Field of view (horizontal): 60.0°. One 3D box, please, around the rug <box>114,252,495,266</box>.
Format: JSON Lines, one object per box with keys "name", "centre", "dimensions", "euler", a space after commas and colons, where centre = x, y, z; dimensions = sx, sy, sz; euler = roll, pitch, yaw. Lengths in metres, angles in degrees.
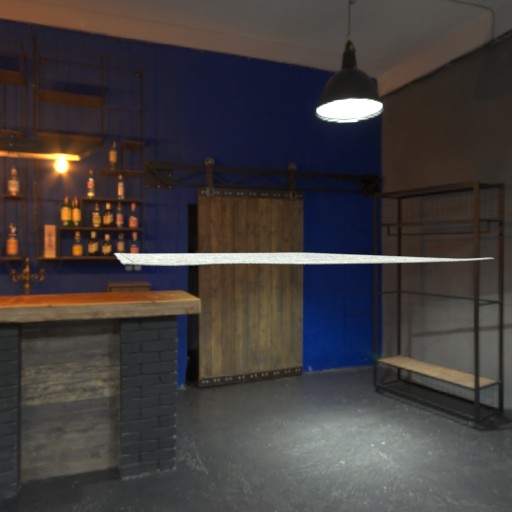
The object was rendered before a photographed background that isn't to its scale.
{"name": "rug", "centre": [0.000, 0.000, 3.913], "dimensions": [2.343, 0.026, 2.925], "euler": [0, 2, -19]}
